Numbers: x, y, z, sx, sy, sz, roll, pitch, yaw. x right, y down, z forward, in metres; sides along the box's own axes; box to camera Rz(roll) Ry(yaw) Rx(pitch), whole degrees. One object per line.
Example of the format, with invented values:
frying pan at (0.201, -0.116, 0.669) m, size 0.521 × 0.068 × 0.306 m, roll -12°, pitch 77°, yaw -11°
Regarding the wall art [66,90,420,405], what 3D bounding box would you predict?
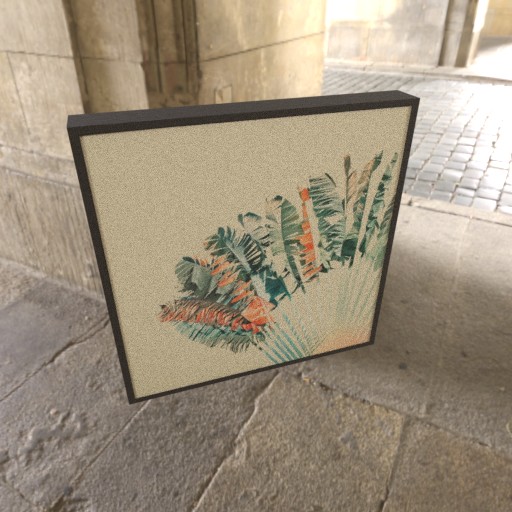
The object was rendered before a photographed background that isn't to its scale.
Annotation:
wall art at (0.000, 0.000, 0.456) m, size 0.302 × 0.300 × 0.036 m, roll -10°, pitch 33°, yaw -15°
